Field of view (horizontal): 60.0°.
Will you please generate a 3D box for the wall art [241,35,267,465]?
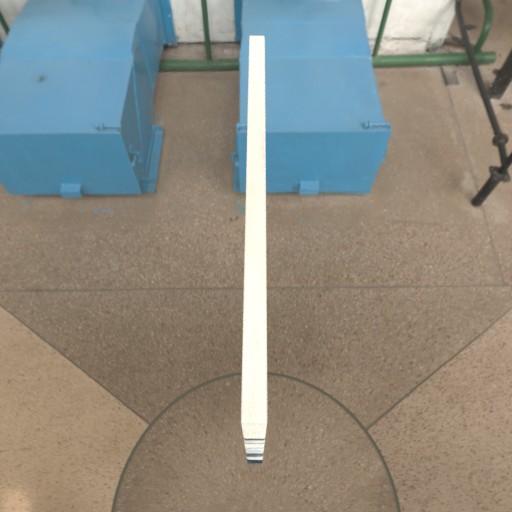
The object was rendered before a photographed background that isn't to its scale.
[{"bbox_3d":[0.000,0.000,1.133,0.039,0.609,0.914,0,60,0],"label":"wall art"}]
